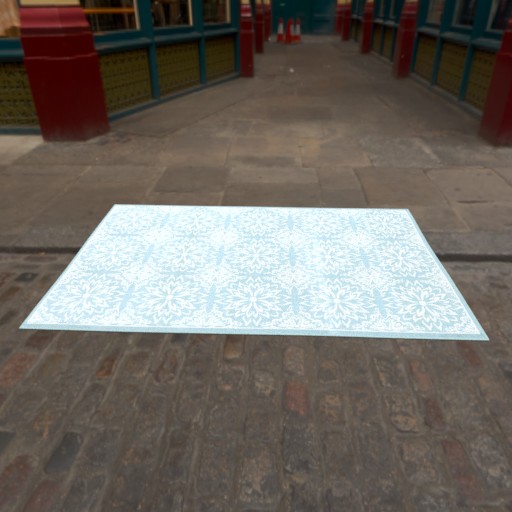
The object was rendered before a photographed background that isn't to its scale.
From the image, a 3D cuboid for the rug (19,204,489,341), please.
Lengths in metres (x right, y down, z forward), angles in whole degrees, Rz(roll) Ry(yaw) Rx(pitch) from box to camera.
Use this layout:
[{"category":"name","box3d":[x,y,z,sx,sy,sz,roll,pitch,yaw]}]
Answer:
[{"category":"rug","box3d":[0.000,0.000,2.253,1.840,0.012,1.219,1,30,2]}]
